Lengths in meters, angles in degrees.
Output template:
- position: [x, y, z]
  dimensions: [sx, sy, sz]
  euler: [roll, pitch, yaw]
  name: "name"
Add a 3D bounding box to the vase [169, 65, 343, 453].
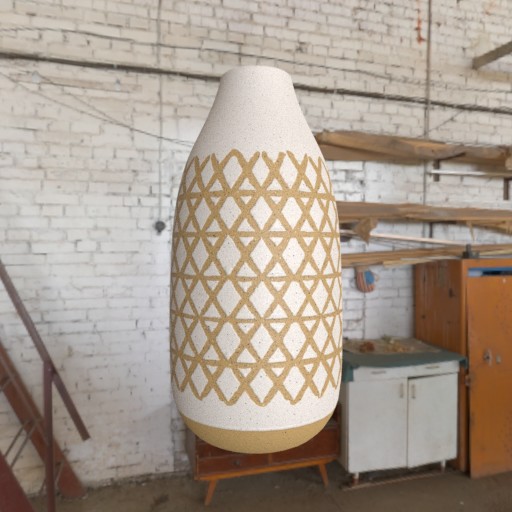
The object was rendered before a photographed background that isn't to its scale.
- position: [0.000, 0.000, 0.481]
  dimensions: [0.186, 0.380, 0.186]
  euler: [0, 2, 0]
  name: "vase"
